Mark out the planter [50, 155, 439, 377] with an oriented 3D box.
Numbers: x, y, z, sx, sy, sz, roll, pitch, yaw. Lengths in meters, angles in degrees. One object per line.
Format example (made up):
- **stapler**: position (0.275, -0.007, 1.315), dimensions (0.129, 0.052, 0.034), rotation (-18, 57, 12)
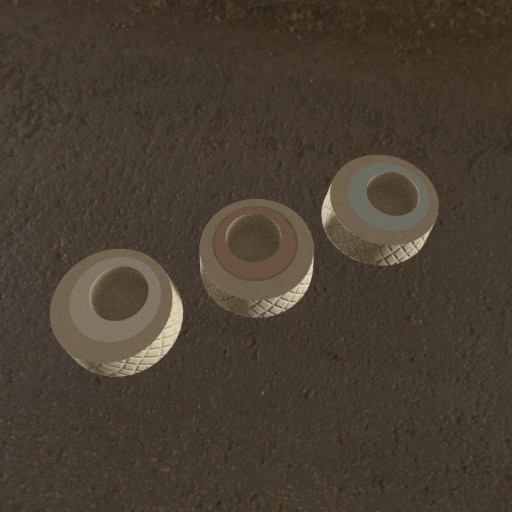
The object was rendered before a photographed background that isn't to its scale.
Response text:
- **planter**: position (0.000, 0.000, 0.431), dimensions (0.390, 0.038, 0.114), rotation (-21, 66, -10)
